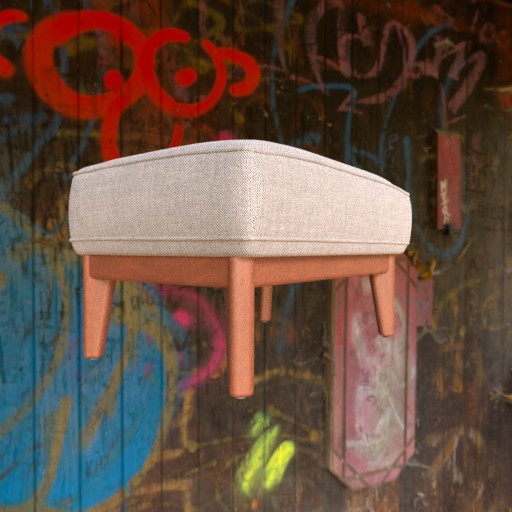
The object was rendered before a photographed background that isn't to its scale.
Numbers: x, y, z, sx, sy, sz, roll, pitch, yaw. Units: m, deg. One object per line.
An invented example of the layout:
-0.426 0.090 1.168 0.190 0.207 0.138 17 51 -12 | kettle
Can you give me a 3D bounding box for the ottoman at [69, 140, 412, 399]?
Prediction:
0.000 0.000 1.115 0.555 0.458 0.750 1 1 38 | ottoman
